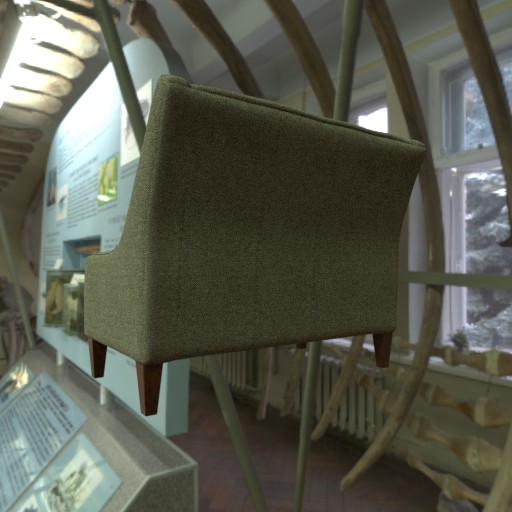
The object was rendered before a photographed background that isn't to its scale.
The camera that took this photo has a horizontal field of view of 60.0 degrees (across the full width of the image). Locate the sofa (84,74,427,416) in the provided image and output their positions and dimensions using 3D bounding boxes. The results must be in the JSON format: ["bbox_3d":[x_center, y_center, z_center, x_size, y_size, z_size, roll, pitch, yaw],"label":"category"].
[{"bbox_3d":[0.000,0.000,1.914,1.242,1.021,0.870,1,-2,-35],"label":"sofa"}]
